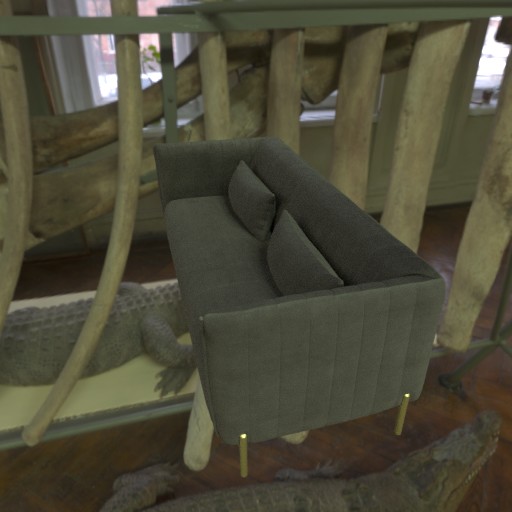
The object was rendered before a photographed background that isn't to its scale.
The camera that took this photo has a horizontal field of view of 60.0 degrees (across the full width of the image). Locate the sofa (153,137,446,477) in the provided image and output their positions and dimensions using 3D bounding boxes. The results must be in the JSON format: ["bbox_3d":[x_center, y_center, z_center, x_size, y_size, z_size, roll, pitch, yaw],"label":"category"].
[{"bbox_3d":[0.000,0.000,2.394,0.876,0.780,1.980,-8,31,-13],"label":"sofa"}]
